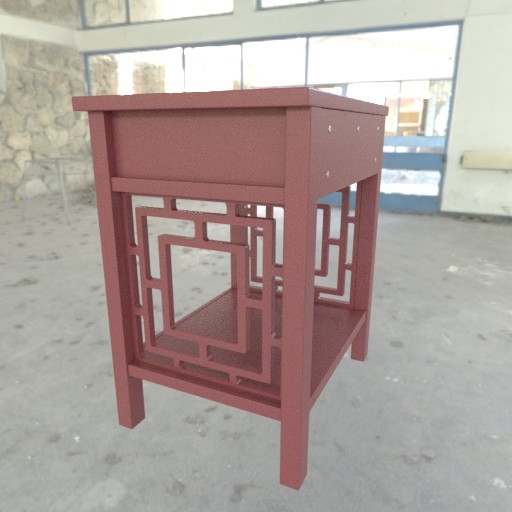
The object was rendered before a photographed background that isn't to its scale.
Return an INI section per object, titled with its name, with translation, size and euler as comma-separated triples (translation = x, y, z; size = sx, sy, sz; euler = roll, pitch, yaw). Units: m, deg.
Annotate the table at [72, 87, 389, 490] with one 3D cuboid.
[table]
translation = 0.000, 0.000, 1.044
size = 0.451, 0.686, 0.599
euler = 8, 18, 25
